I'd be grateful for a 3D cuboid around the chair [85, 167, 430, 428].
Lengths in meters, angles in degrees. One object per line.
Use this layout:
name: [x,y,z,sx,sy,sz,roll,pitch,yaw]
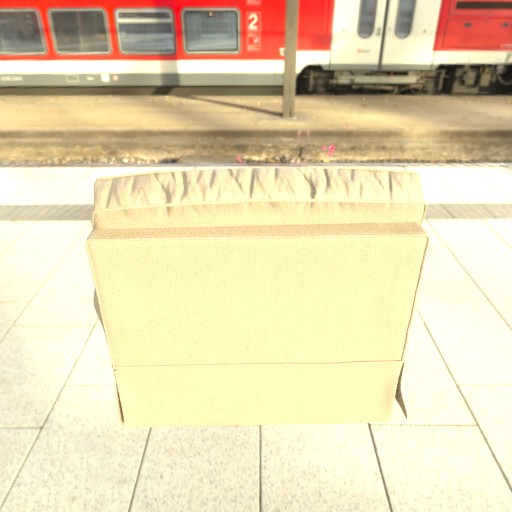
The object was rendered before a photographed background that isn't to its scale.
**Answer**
chair: [0.000,0.000,1.780,1.096,0.937,0.903,-1,30,-1]
